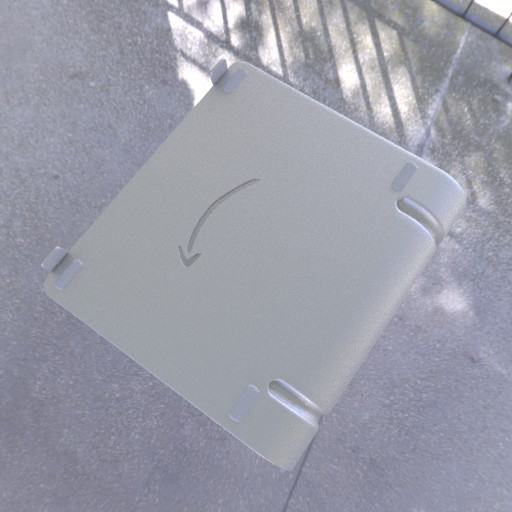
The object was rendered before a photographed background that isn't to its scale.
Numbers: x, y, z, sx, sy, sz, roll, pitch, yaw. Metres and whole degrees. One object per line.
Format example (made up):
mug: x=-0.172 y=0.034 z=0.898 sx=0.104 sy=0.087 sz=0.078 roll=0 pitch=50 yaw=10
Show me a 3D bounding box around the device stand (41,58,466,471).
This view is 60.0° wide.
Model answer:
device stand: x=0.000 y=0.000 z=0.391 sx=0.236 sy=0.155 sz=0.256 roll=36 pitch=78 yaw=8
